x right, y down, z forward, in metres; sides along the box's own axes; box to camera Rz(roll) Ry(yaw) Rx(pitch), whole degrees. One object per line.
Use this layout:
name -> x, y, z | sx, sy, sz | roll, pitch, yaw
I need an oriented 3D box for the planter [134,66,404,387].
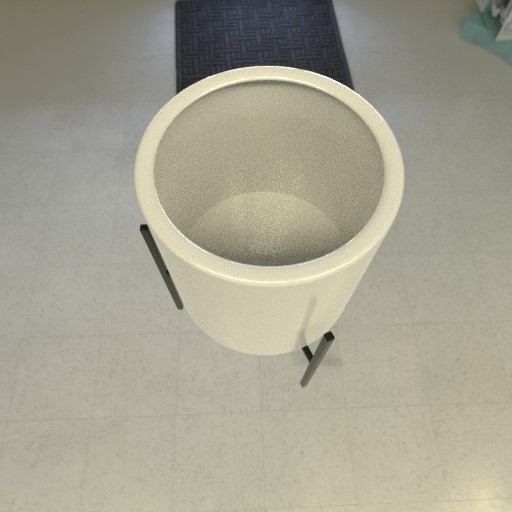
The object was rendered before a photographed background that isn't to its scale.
planter -> 0.000, 0.000, 0.517 | 0.239, 0.356, 0.239 | 1, 64, 0
